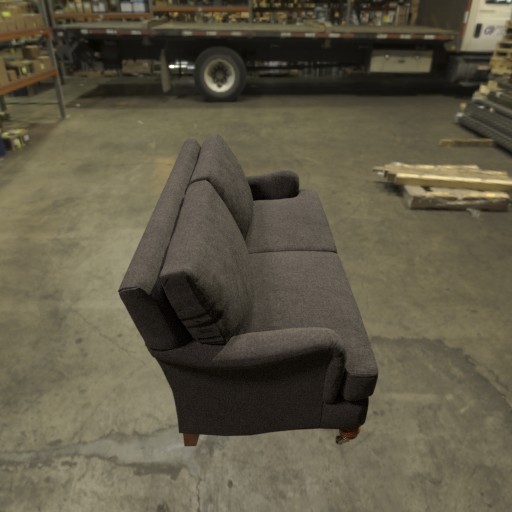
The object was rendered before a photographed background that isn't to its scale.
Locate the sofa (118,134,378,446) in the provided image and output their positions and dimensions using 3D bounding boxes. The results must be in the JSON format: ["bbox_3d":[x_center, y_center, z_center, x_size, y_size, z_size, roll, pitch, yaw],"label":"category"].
[{"bbox_3d":[0.000,0.000,2.809,1.087,1.054,2.160,0,30,-1],"label":"sofa"}]
